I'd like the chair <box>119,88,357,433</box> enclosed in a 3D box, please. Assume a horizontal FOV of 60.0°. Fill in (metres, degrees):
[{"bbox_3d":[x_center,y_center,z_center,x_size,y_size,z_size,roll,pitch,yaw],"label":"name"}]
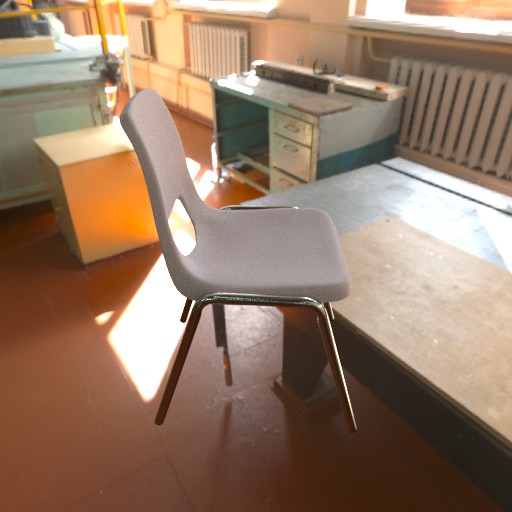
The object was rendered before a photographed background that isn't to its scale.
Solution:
[{"bbox_3d":[0.000,0.000,0.934,0.436,0.653,0.381,0,32,1],"label":"chair"}]
